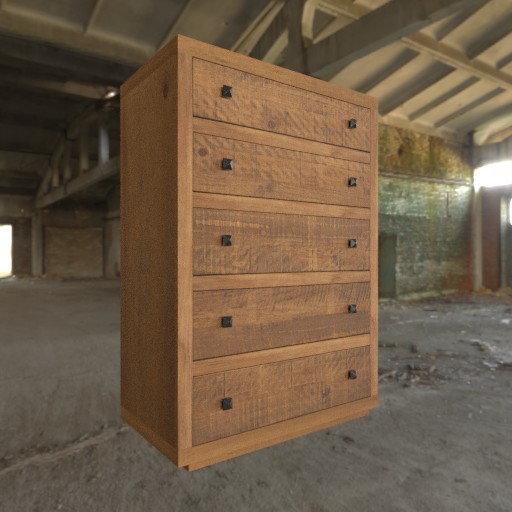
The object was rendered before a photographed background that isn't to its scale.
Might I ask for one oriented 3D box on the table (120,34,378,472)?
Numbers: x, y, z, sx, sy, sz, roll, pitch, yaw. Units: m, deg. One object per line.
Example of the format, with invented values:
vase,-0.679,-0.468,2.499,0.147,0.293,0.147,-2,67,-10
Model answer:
table,0.000,0.000,1.744,0.901,1.294,0.524,0,0,-36
